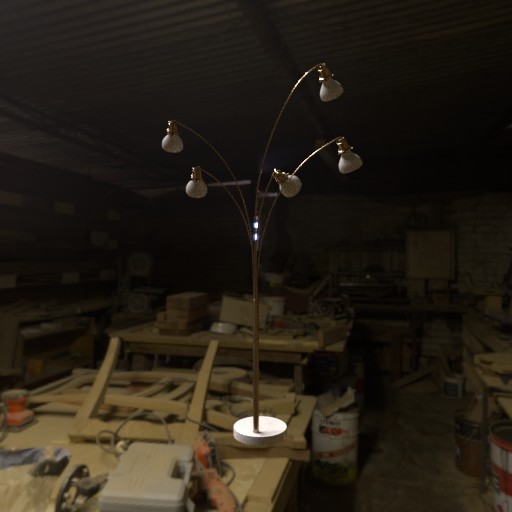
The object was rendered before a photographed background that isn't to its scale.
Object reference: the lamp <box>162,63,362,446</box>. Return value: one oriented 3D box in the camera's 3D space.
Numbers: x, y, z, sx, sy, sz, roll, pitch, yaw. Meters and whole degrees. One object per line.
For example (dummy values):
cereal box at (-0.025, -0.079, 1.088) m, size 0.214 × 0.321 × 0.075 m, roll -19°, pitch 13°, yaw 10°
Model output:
lamp at (0.000, 0.000, 3.012) m, size 1.405 × 2.423 × 0.361 m, roll 0°, pitch 0°, yaw 17°
